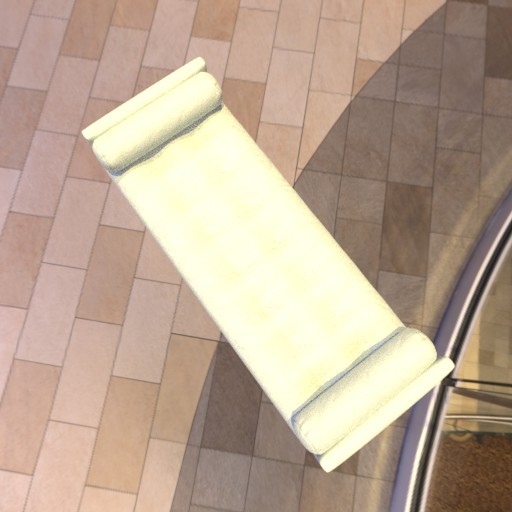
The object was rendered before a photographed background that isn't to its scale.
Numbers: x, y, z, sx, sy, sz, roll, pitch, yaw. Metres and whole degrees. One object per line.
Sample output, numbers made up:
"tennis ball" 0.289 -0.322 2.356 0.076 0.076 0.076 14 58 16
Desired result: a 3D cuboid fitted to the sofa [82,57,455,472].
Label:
"sofa" 0.000 0.000 2.479 0.796 0.705 2.102 -36 79 -8
